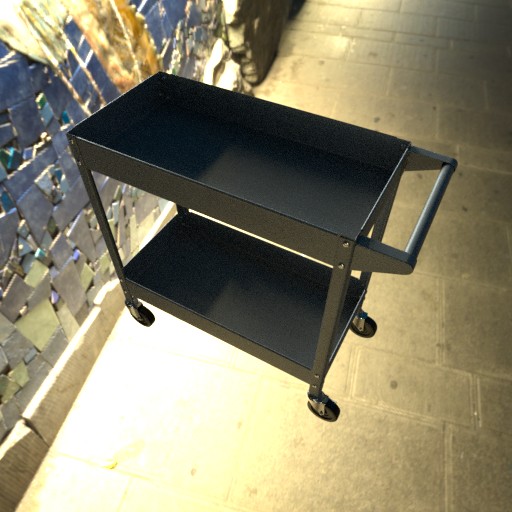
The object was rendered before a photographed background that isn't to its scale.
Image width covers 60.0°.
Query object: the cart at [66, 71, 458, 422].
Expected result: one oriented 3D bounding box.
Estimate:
[{"bbox_3d":[0.000,0.000,1.202,0.779,0.719,0.366,23,52,19],"label":"cart"}]
